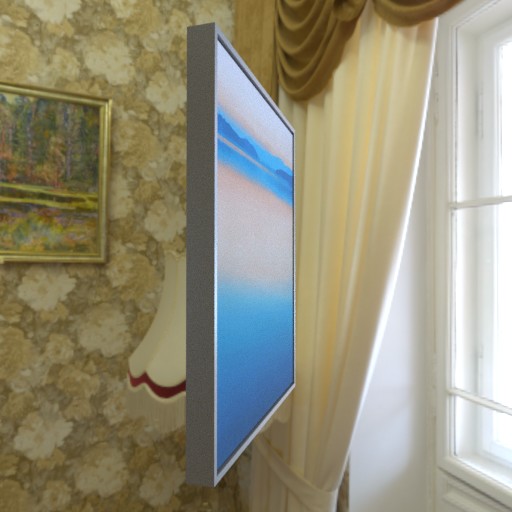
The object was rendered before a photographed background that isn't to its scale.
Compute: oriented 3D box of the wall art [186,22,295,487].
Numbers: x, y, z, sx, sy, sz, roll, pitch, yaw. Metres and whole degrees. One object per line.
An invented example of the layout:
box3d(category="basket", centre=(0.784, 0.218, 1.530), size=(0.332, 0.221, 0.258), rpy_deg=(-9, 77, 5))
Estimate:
box3d(category="wall art", centre=(0.000, 0.000, 0.749), size=(0.037, 0.554, 0.453), rpy_deg=(0, -1, 17))
